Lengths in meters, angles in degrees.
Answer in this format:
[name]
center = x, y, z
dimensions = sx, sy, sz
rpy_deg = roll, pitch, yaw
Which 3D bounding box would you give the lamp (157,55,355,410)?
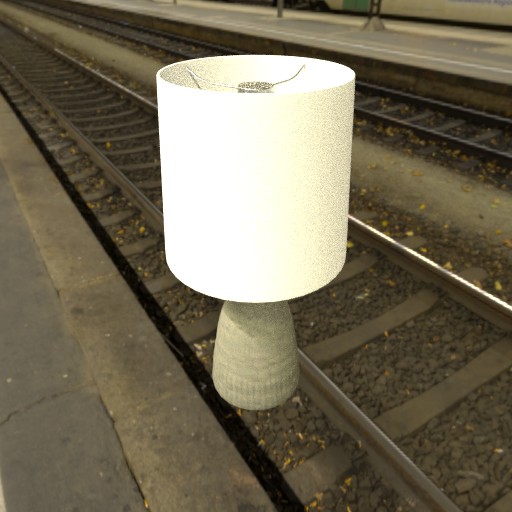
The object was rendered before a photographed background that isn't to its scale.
[lamp]
center = 0.000, 0.000, 0.472
dimensions = 0.186, 0.369, 0.186
rpy_deg = 0, 33, 0
